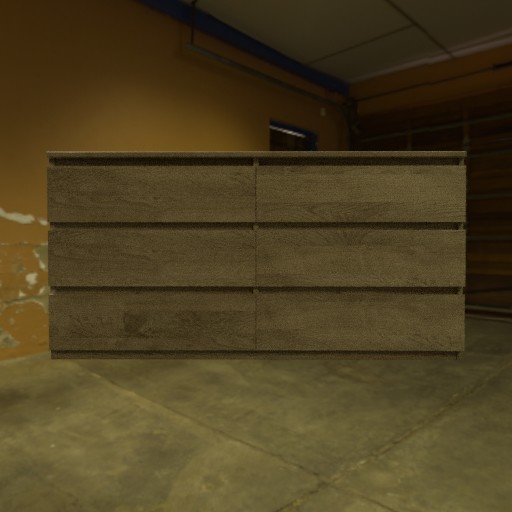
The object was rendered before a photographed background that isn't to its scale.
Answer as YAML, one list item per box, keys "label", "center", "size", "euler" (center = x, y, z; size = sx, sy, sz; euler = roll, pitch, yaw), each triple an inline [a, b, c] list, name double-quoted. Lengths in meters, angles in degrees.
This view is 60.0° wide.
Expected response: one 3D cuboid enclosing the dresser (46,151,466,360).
- label: "dresser"
  center: [0.000, 0.000, 1.871]
  size: [1.590, 0.795, 0.390]
  euler: [0, 1, 0]
